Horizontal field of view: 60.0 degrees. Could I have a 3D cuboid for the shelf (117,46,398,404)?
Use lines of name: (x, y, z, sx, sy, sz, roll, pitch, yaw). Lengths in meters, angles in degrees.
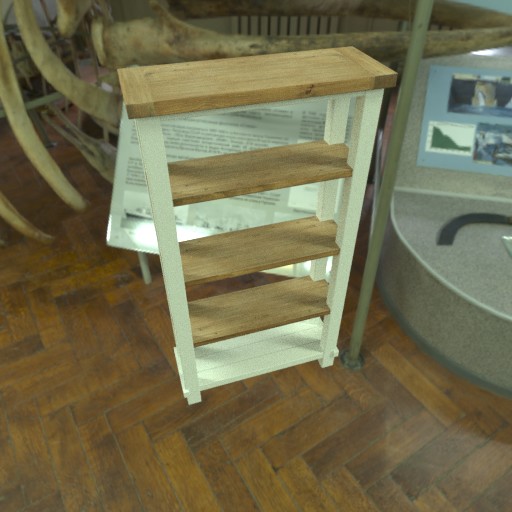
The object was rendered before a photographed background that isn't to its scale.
shelf: (0.000, 0.000, 2.323, 1.022, 1.878, 0.381, -12, 42, -13)
